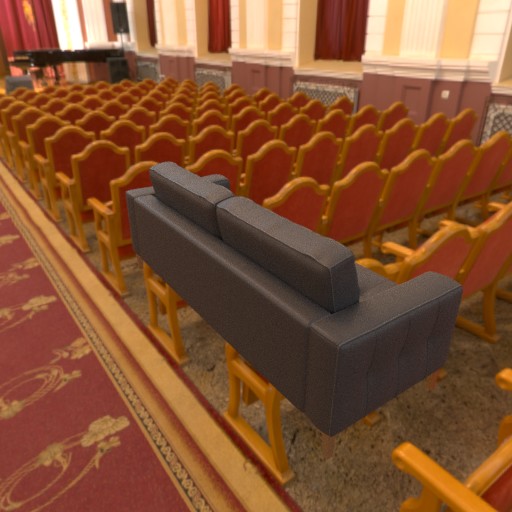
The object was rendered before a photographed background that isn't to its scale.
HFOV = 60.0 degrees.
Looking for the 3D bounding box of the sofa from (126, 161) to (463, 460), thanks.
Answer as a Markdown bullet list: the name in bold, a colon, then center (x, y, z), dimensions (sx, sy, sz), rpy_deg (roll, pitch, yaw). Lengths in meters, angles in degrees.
- **sofa**: center (0.000, 0.000, 2.754), dimensions (0.833, 0.893, 2.275), rpy_deg (-17, 31, -31)
